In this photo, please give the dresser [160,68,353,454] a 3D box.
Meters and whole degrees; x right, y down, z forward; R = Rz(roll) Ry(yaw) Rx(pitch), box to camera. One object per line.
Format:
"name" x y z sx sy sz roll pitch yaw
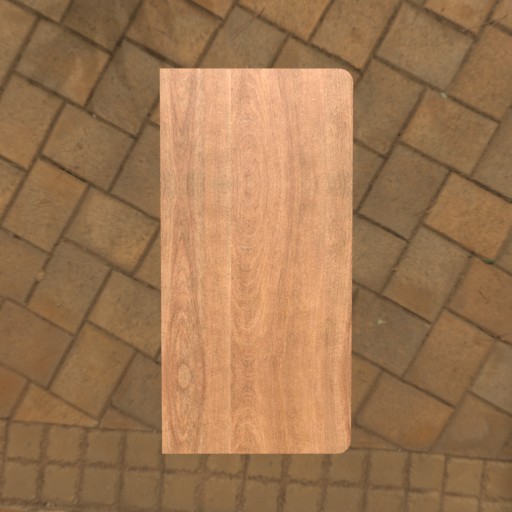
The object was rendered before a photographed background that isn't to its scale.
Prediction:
"dresser" 0.000 0.000 1.776 0.484 1.318 0.973 0 92 0
